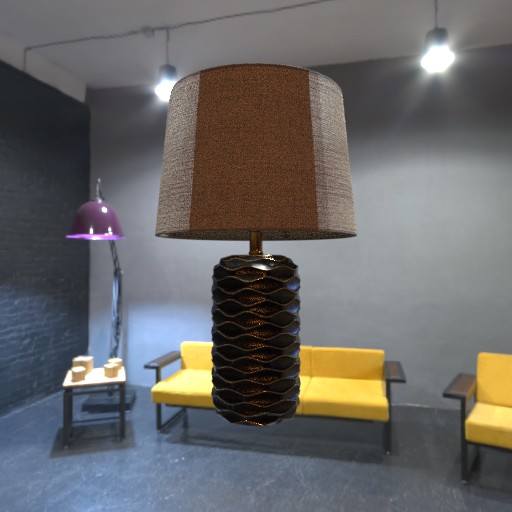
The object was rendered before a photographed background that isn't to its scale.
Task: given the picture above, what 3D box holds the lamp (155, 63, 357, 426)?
[{"bbox_3d":[0.000,0.000,0.845,0.376,0.594,0.376,0,0,0],"label":"lamp"}]
